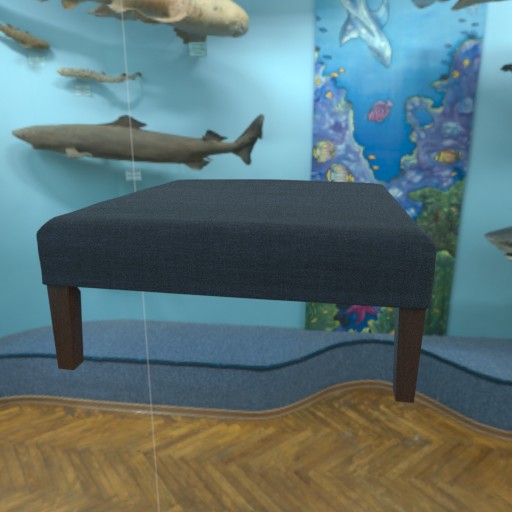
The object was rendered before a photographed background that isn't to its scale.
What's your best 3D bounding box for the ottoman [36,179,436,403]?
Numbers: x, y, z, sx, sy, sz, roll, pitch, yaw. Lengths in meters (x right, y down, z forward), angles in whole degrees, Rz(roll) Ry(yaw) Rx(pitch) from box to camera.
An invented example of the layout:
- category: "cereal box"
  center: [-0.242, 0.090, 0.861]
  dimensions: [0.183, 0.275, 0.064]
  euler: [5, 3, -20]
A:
- category: "ottoman"
  center: [0.000, 0.000, 1.410]
  dimensions: [0.890, 0.411, 0.889]
  euler: [3, 16, 9]
